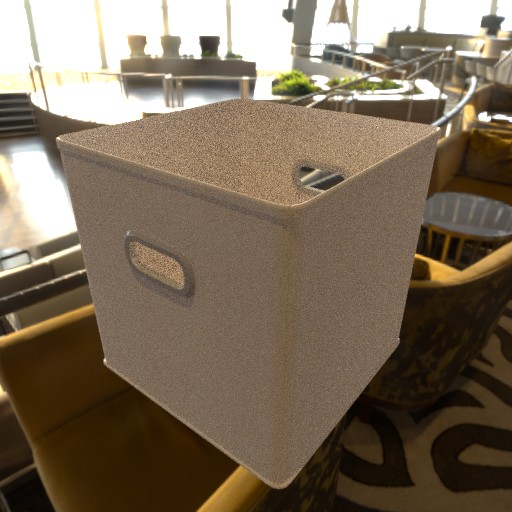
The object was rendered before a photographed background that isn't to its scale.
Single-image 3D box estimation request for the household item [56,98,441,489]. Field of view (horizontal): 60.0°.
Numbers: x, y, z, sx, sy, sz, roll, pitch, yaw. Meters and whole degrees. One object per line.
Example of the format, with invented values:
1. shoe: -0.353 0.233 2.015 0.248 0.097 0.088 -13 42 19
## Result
1. household item: 0.000 0.000 0.549 0.305 0.305 0.305 21 35 33
